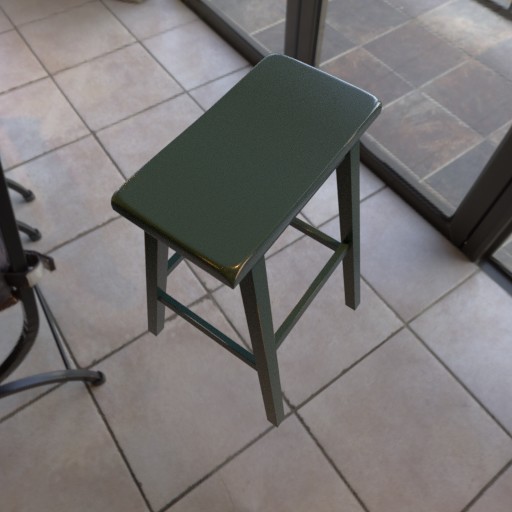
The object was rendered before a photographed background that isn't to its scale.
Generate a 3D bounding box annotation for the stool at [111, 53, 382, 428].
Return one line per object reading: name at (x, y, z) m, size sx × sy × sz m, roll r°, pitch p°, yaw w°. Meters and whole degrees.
stool at (0.000, 0.000, 1.048) m, size 0.476 × 0.737 × 0.457 m, roll 32°, pitch 65°, yaw 17°
